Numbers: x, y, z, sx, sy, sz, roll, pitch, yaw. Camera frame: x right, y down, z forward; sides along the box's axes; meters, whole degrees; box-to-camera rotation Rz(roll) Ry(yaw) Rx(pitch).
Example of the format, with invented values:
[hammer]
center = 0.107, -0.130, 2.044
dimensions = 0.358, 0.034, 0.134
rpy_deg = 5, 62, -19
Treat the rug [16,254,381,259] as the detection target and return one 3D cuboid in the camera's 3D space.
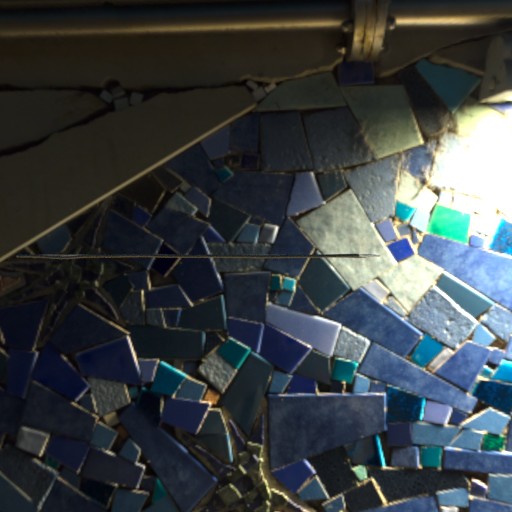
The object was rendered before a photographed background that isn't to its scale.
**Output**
[rug]
center = 0.000, 0.000, 2.944
dimensions = 1.531, 0.023, 2.444
rpy_deg = 0, 0, 17
